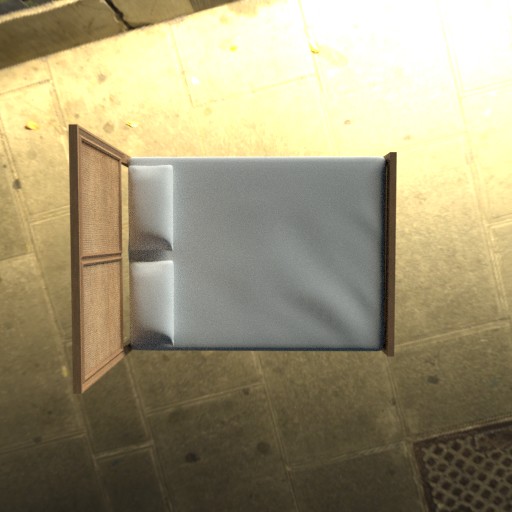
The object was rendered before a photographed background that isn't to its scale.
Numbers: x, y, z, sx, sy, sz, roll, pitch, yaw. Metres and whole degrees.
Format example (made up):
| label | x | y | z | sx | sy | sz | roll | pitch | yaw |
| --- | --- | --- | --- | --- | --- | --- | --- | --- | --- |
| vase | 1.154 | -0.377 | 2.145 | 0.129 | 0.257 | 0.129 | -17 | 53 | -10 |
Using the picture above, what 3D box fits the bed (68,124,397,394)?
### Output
| label | x | y | z | sx | sy | sz | roll | pitch | yaw |
| --- | --- | --- | --- | --- | --- | --- | --- | --- | --- |
| bed | 0.000 | 0.000 | 3.315 | 2.184 | 1.387 | 1.606 | 0 | 92 | 1 |
